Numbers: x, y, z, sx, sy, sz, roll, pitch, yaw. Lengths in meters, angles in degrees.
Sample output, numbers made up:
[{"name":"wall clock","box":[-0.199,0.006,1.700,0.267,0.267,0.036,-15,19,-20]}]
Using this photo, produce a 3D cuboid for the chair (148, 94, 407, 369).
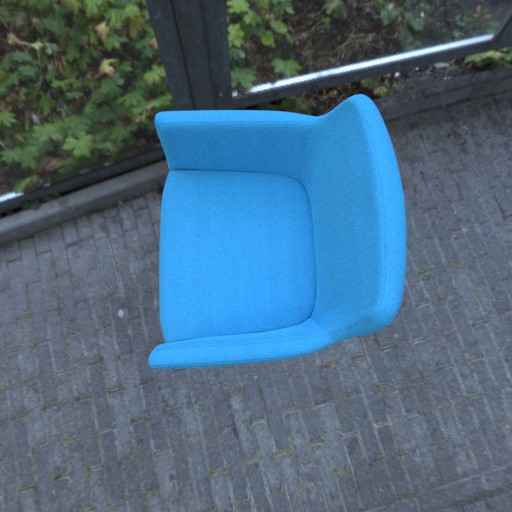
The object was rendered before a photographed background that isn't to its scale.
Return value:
[{"name":"chair","box":[0.000,0.000,1.167,0.540,0.780,0.570,-2,75,-1]}]
